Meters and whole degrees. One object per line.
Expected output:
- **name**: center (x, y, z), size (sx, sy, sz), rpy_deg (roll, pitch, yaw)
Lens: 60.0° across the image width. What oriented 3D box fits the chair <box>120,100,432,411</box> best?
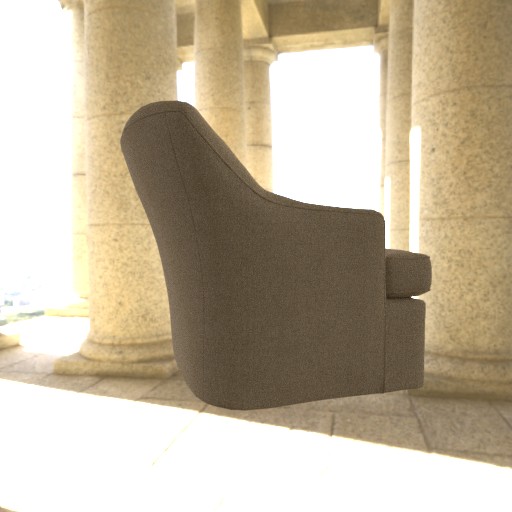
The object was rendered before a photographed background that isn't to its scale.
- **chair**: center (0.000, 0.000, 1.584), size (0.923, 0.856, 0.864), rpy_deg (-1, 2, -17)
